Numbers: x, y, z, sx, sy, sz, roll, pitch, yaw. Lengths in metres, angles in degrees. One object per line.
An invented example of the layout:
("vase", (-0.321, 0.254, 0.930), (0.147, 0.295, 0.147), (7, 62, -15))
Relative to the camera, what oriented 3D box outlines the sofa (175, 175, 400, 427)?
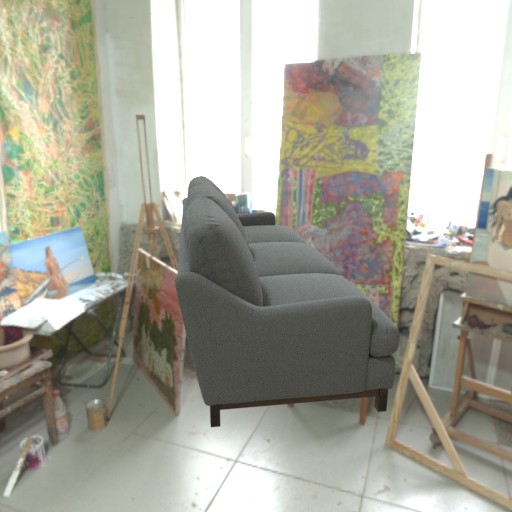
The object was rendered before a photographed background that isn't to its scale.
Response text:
("sofa", (0.000, 0.000, 2.972), (0.987, 0.926, 2.344), (-2, 15, -8))
